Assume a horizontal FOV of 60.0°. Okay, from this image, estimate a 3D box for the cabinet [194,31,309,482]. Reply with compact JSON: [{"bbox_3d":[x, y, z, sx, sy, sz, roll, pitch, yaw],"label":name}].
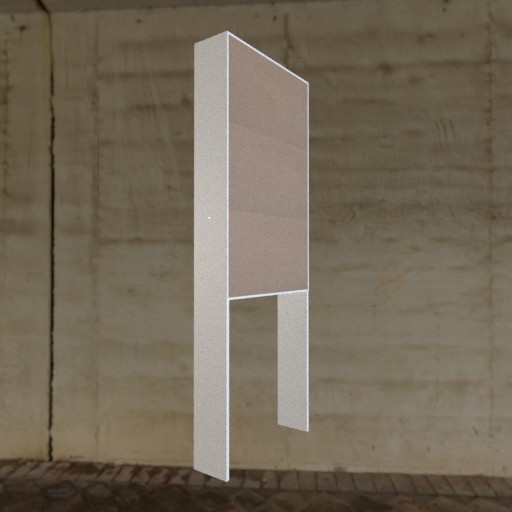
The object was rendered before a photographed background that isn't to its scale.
[{"bbox_3d":[0.000,0.000,2.053,0.192,1.770,0.643,0,-1,37],"label":"cabinet"}]
